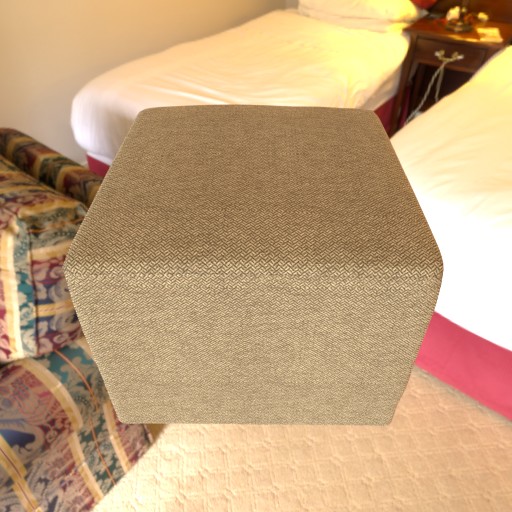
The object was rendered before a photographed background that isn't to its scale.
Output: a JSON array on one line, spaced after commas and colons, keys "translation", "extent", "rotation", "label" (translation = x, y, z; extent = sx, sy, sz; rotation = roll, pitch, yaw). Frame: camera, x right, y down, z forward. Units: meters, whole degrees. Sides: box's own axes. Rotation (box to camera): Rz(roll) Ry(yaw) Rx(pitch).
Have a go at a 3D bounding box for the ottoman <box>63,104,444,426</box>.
[{"translation": [0.000, 0.000, 0.879], "extent": [0.512, 0.453, 0.519], "rotation": [0, 41, 0], "label": "ottoman"}]
